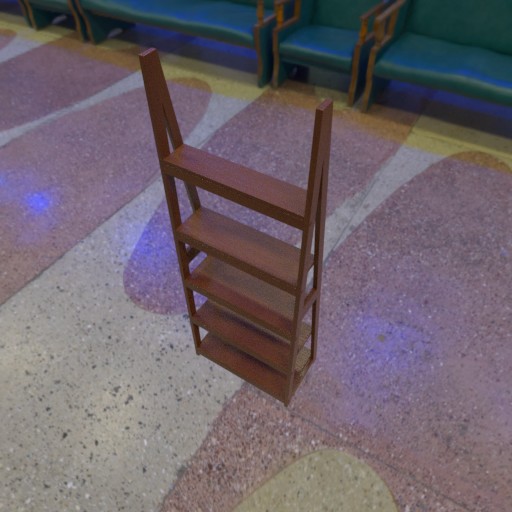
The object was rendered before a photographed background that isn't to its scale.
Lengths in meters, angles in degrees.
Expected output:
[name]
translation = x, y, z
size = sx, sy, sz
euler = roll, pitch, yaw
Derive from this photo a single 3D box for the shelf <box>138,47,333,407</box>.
[shelf]
translation = 0.000, 0.000, 1.995
size = 0.630, 1.780, 0.356
euler = 25, 52, 21
